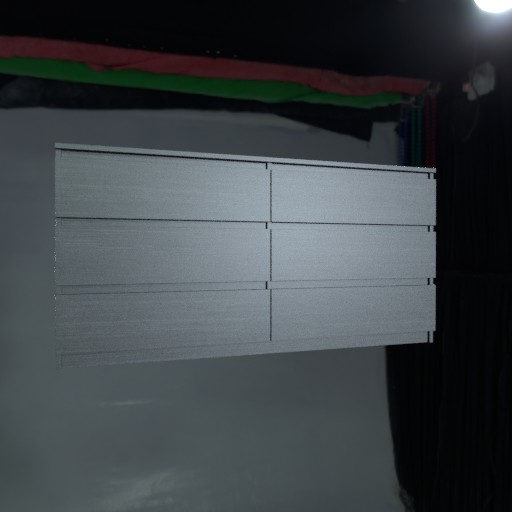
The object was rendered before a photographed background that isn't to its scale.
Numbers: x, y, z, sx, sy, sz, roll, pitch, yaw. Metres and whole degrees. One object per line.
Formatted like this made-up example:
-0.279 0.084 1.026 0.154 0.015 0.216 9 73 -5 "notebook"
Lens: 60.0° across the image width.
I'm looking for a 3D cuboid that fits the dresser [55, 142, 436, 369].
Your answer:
0.000 0.000 1.971 1.590 0.795 0.400 0 0 -17 "dresser"
